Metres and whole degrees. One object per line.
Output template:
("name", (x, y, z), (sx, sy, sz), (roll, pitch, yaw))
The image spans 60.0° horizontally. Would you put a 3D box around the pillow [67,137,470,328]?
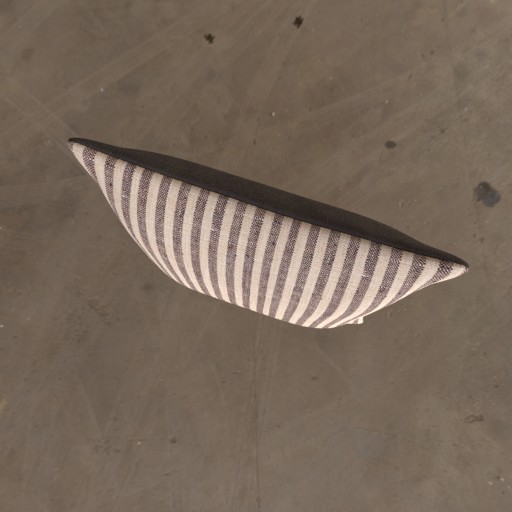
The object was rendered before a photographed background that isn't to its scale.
("pillow", (0.000, 0.000, 0.778), (0.523, 0.506, 0.166), (18, 76, 5))
